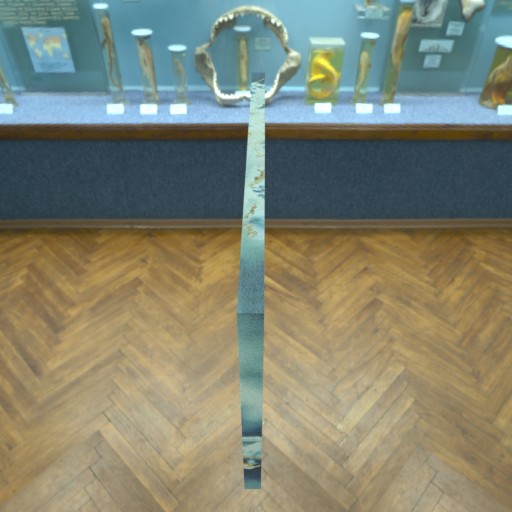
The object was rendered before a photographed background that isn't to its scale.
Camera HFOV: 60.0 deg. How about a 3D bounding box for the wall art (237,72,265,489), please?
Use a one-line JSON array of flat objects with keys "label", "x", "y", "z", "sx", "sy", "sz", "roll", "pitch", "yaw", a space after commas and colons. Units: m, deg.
[{"label": "wall art", "x": 0.000, "y": 0.000, "z": 1.145, "sx": 0.038, "sy": 0.608, "sz": 0.912, "roll": 1, "pitch": 42, "yaw": 1}]
